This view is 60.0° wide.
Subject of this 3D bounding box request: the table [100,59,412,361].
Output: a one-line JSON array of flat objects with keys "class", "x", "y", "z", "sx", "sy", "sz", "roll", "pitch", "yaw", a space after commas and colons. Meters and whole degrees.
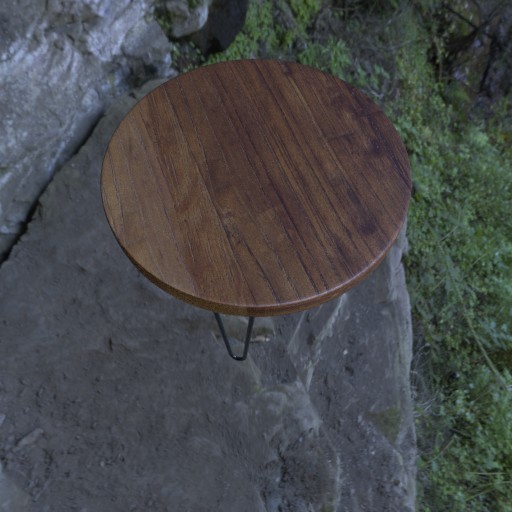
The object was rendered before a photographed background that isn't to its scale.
[{"class": "table", "x": 0.000, "y": 0.000, "z": 0.802, "sx": 0.400, "sy": 0.520, "sz": 0.400, "roll": 0, "pitch": 62, "yaw": 0}]
